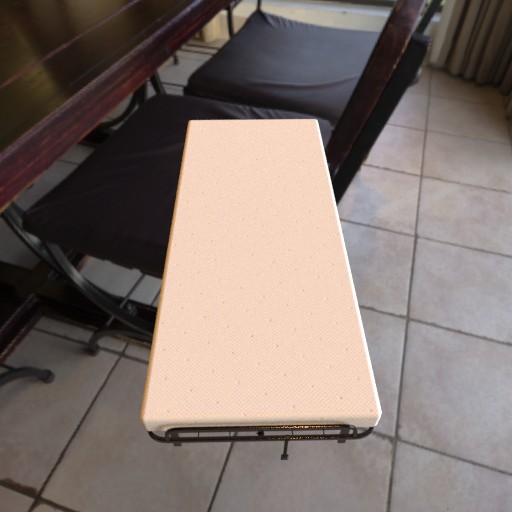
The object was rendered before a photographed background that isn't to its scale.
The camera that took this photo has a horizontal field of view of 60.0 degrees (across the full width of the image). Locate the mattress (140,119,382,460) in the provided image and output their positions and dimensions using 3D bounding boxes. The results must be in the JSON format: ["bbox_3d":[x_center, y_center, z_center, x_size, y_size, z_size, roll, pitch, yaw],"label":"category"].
[{"bbox_3d":[0.000,0.000,2.494,0.922,0.519,2.153,-1,47,-1],"label":"mattress"}]
